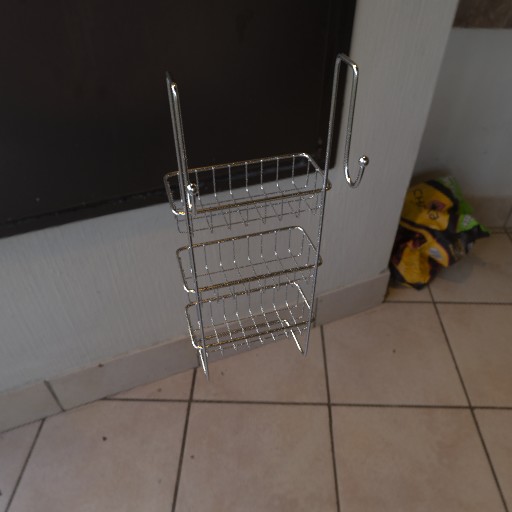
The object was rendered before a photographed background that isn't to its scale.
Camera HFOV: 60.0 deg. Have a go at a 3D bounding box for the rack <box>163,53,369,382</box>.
[{"bbox_3d":[0.000,0.000,0.671,0.228,0.574,0.202,-11,43,-12],"label":"rack"}]
